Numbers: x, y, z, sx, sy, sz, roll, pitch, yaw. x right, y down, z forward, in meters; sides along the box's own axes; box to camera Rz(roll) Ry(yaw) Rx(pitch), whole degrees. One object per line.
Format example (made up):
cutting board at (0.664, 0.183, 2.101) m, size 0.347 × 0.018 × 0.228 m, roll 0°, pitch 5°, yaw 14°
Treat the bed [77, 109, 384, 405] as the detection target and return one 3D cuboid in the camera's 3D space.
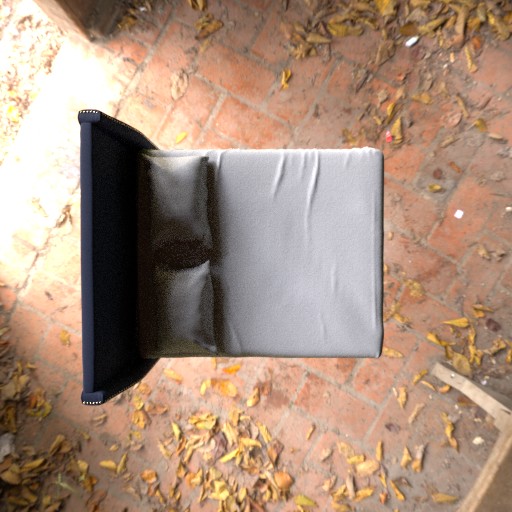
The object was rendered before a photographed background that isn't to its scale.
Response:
bed at (0.000, 0.000, 3.475) m, size 2.276 × 1.332 × 1.925 m, roll 0°, pitch 92°, yaw 0°
